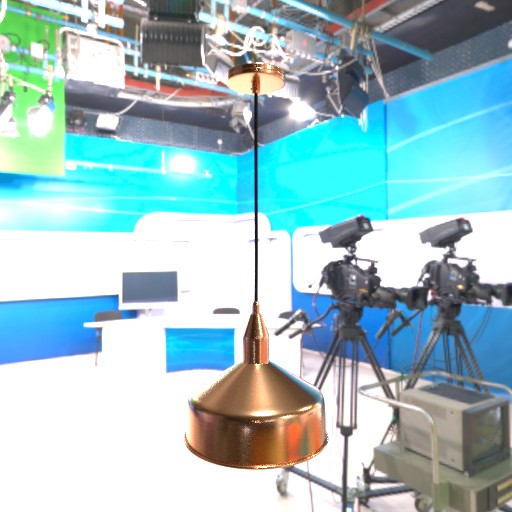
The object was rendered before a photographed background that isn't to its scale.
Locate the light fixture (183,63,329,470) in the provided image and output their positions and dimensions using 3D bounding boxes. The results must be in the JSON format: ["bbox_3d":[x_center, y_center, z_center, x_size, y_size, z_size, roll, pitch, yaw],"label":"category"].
[{"bbox_3d":[0.000,0.000,0.927,0.301,0.754,0.301,0,0,17],"label":"light fixture"}]
